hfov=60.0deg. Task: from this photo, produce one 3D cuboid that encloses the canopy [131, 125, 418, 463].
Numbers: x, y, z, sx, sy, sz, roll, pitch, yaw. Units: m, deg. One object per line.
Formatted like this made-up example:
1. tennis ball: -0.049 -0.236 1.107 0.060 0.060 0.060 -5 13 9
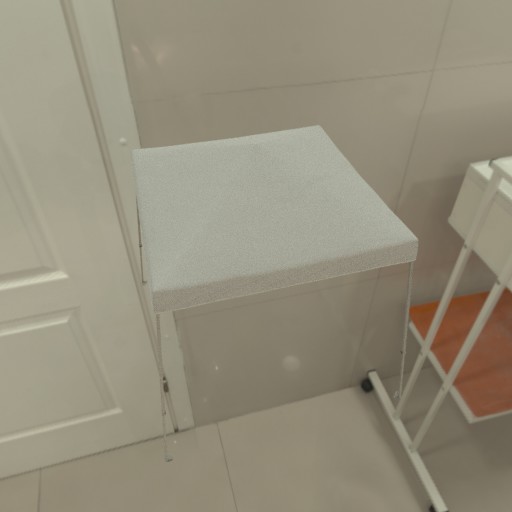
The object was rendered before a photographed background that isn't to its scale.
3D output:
1. canopy: 0.000 0.000 5.139 2.849 2.849 2.848 -11 43 -12
